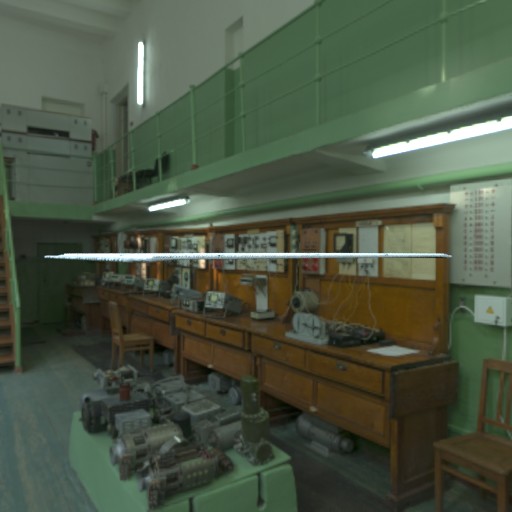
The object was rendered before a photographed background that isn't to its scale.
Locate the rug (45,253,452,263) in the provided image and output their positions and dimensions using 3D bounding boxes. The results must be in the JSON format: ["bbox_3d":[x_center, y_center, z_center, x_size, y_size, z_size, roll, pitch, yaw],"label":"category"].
[{"bbox_3d":[0.000,0.000,2.950,2.307,0.031,1.494,0,1,-36],"label":"rug"}]
